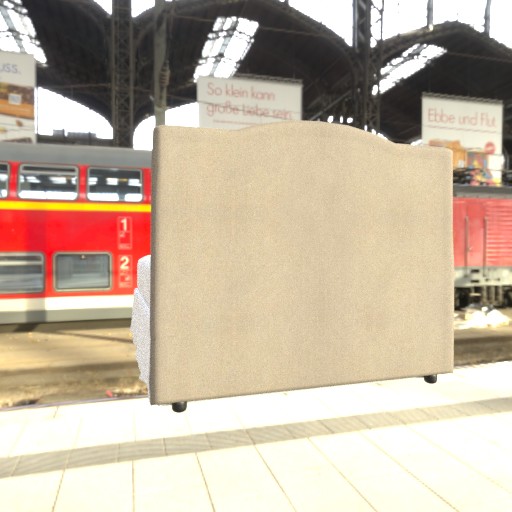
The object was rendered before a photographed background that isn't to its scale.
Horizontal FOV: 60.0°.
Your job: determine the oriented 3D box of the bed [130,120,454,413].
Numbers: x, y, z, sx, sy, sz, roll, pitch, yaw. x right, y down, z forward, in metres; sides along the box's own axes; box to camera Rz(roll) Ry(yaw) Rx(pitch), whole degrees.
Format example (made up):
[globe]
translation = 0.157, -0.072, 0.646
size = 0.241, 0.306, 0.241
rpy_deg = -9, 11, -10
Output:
[bed]
translation = 0.000, 0.000, 3.290
size = 1.744, 1.441, 2.128
rpy_deg = 0, 1, -18
